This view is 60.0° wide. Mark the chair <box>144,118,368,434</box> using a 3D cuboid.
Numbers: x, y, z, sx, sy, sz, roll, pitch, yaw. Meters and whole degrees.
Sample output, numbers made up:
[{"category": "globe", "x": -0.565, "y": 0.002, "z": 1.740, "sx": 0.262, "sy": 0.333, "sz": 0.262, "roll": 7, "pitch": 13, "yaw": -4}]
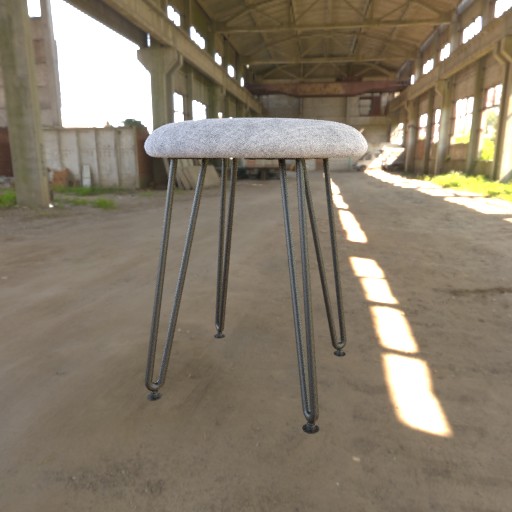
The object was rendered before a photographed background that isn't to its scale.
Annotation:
[{"category": "chair", "x": 0.000, "y": 0.000, "z": 0.667, "sx": 0.350, "sy": 0.386, "sz": 0.350, "roll": -6, "pitch": 14, "yaw": -25}]
